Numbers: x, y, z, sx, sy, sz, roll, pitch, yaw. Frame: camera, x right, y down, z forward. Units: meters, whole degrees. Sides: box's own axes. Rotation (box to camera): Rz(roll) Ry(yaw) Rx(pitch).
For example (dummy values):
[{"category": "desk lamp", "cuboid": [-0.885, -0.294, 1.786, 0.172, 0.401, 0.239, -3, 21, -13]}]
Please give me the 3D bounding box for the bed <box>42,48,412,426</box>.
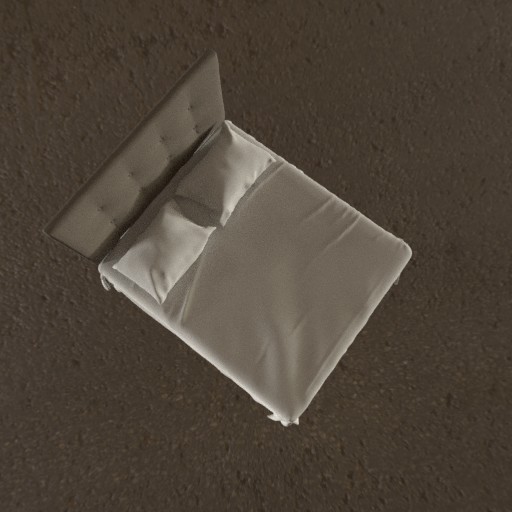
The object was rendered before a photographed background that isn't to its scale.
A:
[{"category": "bed", "cuboid": [0.000, 0.000, 3.449, 2.222, 1.577, 1.936, 37, 79, 8]}]
